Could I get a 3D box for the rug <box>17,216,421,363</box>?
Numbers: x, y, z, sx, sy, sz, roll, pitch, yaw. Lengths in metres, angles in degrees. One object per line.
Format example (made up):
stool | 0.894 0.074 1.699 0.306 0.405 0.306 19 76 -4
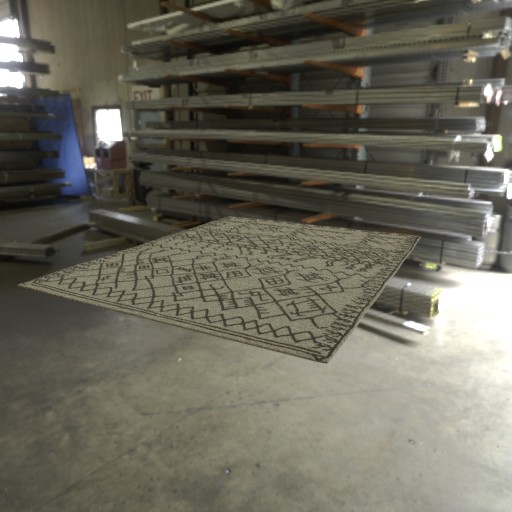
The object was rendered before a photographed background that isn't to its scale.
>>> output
rug | 0.000 0.000 3.246 1.964 0.025 2.455 8 18 27
